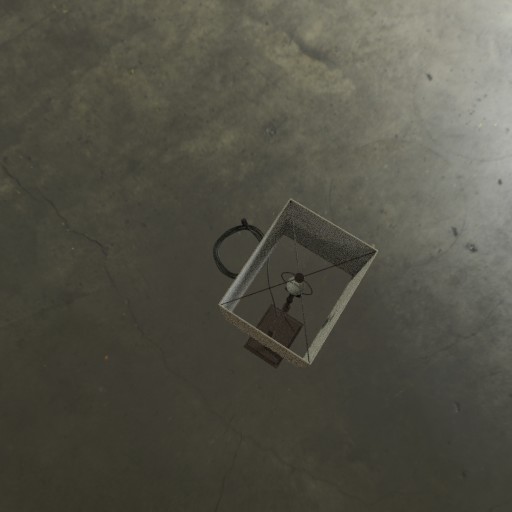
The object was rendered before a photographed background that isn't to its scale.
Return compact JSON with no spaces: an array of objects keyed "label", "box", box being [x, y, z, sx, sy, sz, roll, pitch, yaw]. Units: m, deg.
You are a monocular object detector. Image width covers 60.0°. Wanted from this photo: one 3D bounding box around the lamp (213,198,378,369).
[{"label":"lamp","box":[0.000,0.000,2.012,0.774,1.600,0.698,32,77,8]}]
